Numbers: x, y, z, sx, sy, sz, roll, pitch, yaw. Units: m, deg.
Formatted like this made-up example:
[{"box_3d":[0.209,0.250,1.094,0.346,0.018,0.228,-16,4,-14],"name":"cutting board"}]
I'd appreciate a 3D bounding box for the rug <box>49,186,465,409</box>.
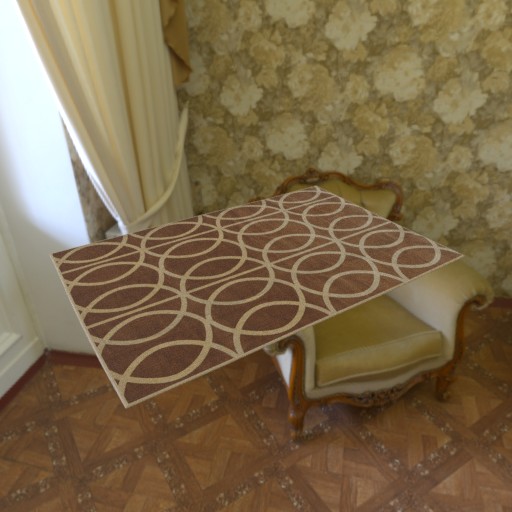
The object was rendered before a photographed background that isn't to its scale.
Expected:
[{"box_3d":[0.000,0.000,2.911,2.294,0.014,1.528,-18,35,-28],"name":"rug"}]
